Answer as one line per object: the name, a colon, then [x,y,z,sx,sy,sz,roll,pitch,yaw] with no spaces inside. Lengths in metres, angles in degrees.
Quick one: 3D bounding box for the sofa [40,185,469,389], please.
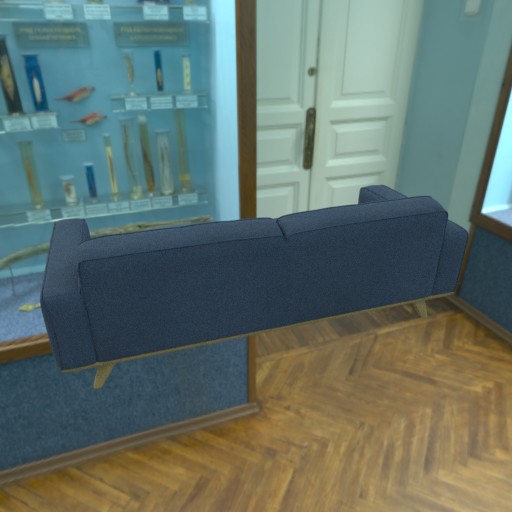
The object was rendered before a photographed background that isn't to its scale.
sofa: [0.000,0.000,2.650,2.270,0.782,0.953,-9,29,-16]
